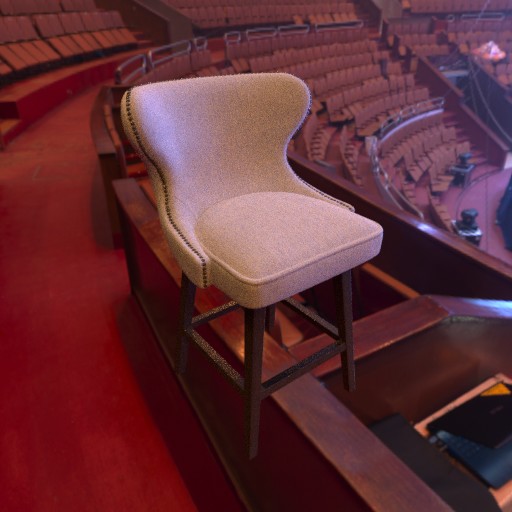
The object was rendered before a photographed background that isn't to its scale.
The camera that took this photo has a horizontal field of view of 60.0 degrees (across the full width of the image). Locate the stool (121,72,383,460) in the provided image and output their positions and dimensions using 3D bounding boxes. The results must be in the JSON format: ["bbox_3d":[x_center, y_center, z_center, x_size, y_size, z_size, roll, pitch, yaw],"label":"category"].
[{"bbox_3d":[0.000,0.000,1.348,0.615,0.972,0.597,-20,35,-32],"label":"stool"}]
